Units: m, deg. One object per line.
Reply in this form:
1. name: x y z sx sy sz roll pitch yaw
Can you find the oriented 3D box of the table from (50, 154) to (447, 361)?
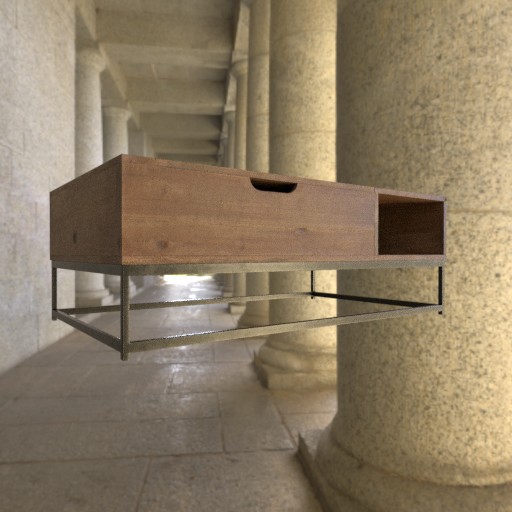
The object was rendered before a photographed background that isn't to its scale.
1. table: 0.000 0.000 1.425 1.101 0.395 0.655 0 0 -36
